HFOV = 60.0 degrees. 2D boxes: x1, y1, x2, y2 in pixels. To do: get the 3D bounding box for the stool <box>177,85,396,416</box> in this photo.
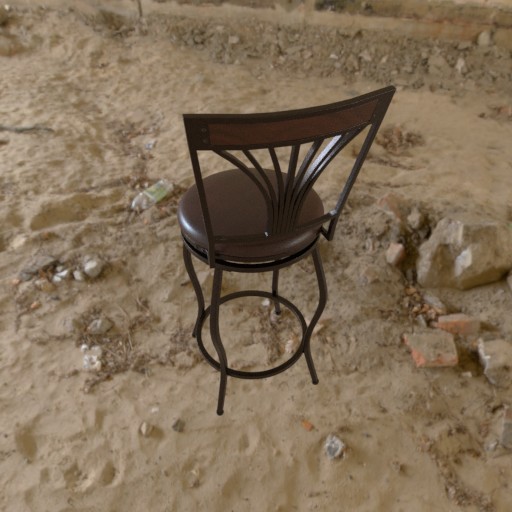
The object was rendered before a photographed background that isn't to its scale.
[{"bbox_3d":[0.000,0.000,1.351,0.433,1.117,0.514,-13,42,-15],"label":"stool"}]
